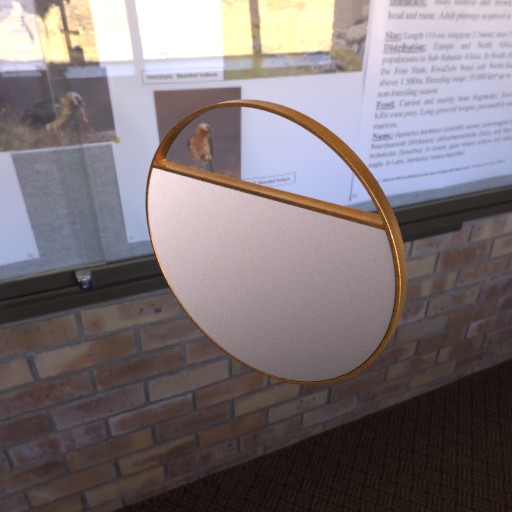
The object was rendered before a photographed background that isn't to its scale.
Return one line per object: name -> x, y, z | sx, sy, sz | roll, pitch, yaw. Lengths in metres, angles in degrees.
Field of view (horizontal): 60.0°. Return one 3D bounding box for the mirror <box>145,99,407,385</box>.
mirror -> 0.000, 0.000, 0.845 | 0.565, 0.565, 0.032 | 19, 35, 30
